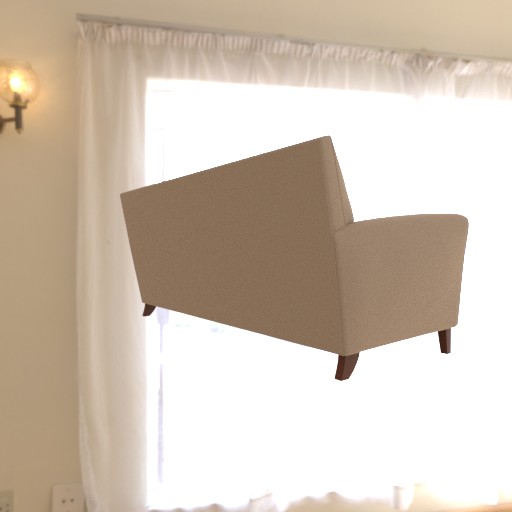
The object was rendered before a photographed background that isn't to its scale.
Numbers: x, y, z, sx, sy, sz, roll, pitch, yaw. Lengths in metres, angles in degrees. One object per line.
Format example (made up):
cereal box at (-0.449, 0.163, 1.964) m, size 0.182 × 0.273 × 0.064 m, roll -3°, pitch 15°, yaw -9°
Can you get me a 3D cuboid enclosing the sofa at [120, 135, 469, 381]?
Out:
sofa at (0.000, 0.000, 2.467) m, size 0.875 × 0.846 × 2.000 m, roll -1°, pitch 1°, yaw -36°
